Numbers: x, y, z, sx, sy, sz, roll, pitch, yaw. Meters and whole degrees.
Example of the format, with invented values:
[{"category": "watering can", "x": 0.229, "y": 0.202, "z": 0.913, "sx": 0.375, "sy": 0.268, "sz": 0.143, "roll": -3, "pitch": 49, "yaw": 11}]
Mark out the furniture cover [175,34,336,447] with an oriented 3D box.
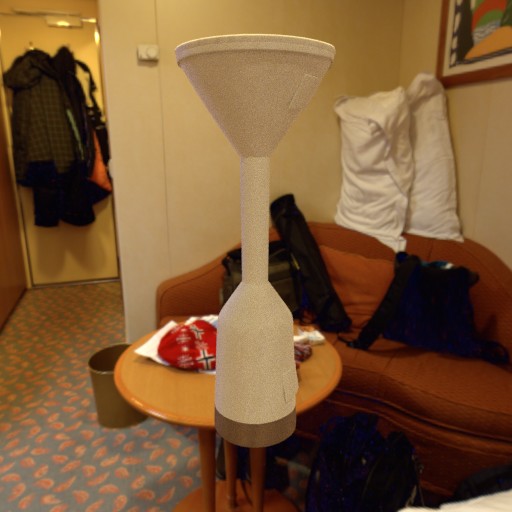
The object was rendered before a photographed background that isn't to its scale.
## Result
[{"category": "furniture cover", "x": 0.000, "y": 0.000, "z": 2.839, "sx": 0.914, "sy": 2.413, "sz": 0.914, "roll": 7, "pitch": 16, "yaw": 25}]
